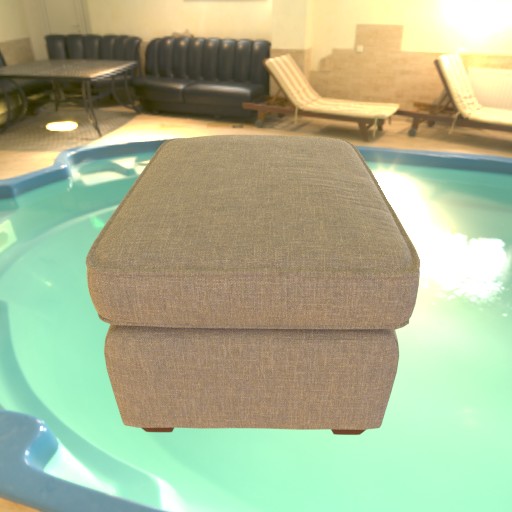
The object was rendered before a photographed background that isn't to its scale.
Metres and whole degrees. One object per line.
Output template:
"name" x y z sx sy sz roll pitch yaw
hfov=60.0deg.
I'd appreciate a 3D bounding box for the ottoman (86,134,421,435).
"ottoman" 0.000 0.000 1.094 0.559 0.457 0.762 0 30 1
